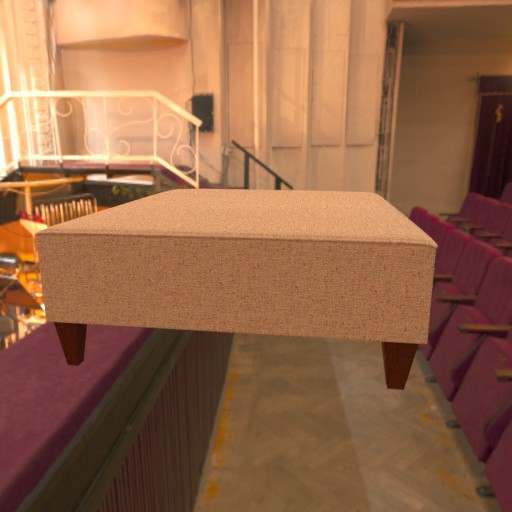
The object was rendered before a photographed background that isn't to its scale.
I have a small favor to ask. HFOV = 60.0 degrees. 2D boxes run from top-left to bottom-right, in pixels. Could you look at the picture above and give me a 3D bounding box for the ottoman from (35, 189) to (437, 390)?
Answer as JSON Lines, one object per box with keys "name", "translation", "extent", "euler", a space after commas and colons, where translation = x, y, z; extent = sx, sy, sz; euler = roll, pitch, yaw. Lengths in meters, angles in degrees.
{"name": "ottoman", "translation": [0.000, 0.000, 1.221], "extent": [0.736, 0.303, 0.835], "euler": [2, 14, 8]}
